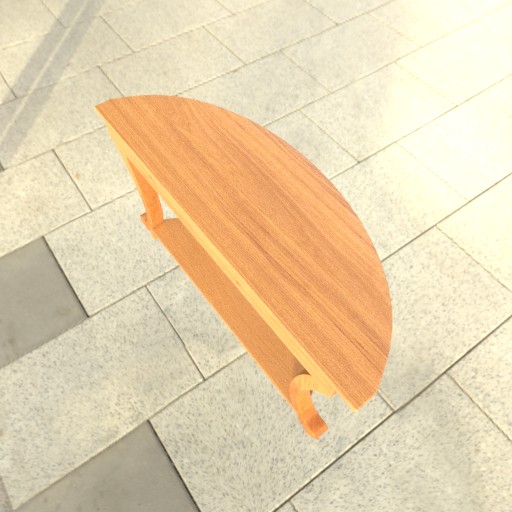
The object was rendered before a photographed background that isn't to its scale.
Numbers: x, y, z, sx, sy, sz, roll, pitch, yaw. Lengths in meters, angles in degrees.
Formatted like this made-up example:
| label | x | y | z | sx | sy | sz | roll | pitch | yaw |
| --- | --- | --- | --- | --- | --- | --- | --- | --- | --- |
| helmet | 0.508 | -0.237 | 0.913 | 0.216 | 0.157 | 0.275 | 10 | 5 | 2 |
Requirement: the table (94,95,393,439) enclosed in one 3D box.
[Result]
| label | x | y | z | sx | sy | sz | roll | pitch | yaw |
| --- | --- | --- | --- | --- | --- | --- | --- | --- | --- |
| table | 0.000 | 0.000 | 1.536 | 0.394 | 0.692 | 1.198 | -33 | 64 | -19 |
